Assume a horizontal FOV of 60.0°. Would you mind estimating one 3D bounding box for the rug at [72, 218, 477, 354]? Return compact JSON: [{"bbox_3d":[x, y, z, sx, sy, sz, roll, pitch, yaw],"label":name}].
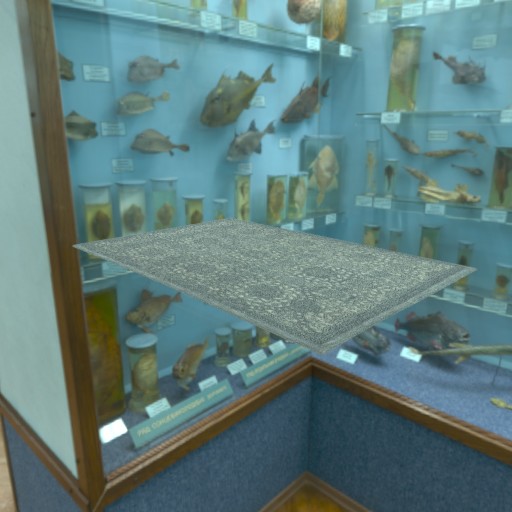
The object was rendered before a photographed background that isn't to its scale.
[{"bbox_3d":[0.000,0.000,2.370,1.224,0.016,1.830,-15,22,-42],"label":"rug"}]
